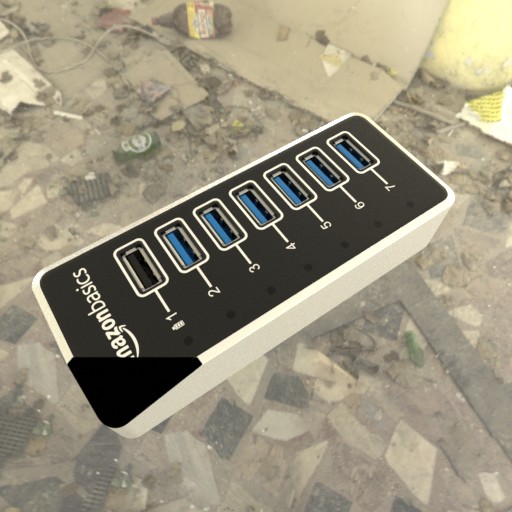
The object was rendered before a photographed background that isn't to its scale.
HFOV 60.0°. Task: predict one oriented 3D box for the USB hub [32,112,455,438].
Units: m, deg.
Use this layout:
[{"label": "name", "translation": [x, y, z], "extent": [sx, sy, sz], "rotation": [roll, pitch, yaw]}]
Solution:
[{"label": "USB hub", "translation": [0.000, 0.000, 0.127], "extent": [0.110, 0.023, 0.044], "rotation": [-30, 64, -17]}]
